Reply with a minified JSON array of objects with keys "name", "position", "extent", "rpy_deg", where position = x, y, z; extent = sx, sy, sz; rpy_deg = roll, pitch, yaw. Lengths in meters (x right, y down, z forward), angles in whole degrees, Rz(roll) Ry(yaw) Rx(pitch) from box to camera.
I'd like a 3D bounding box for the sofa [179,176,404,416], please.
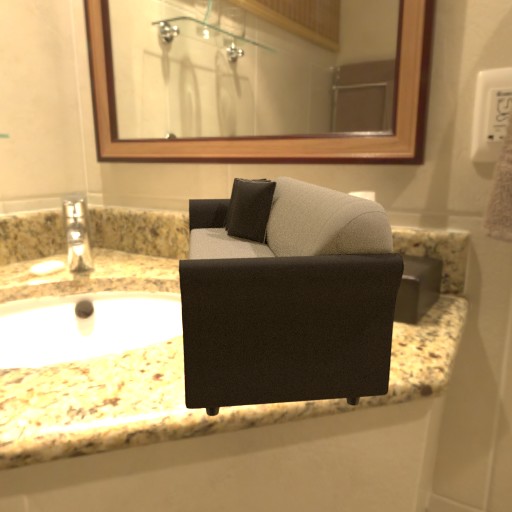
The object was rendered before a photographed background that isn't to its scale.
[{"name":"sofa","position":[0.000,0.000,2.451],"extent":[0.755,0.787,2.001],"rpy_deg":[-2,13,-7]}]
